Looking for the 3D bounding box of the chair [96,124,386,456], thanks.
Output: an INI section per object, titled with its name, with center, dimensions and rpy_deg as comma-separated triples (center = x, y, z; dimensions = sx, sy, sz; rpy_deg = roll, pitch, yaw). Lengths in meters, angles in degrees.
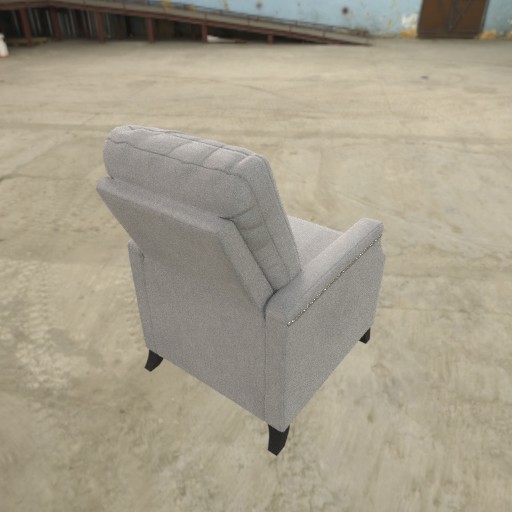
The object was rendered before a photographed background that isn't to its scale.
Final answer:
[chair]
center = 0.000, 0.000, 1.665
dimensions = 0.710, 1.049, 0.922
rpy_deg = 21, 37, 31
